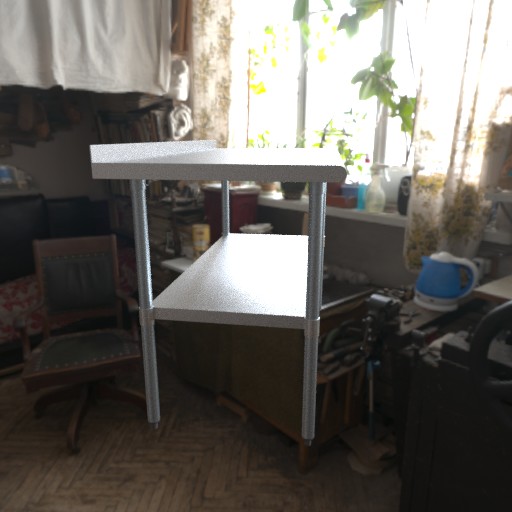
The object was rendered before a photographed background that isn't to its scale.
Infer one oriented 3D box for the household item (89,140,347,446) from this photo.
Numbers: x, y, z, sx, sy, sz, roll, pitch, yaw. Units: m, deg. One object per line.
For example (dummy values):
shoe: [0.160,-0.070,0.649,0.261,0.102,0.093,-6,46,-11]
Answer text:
household item: [0.000,0.000,1.706,0.610,0.851,1.219,2,15,9]
